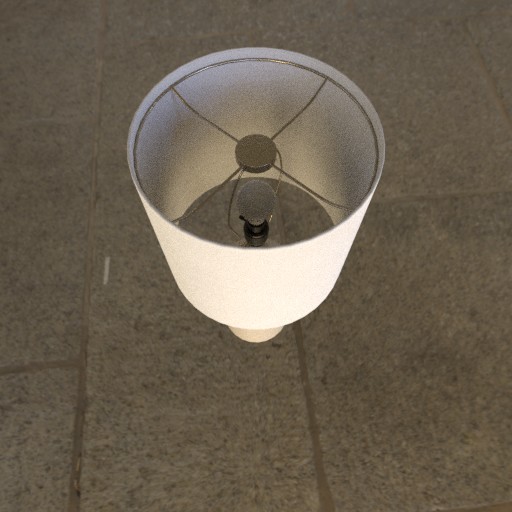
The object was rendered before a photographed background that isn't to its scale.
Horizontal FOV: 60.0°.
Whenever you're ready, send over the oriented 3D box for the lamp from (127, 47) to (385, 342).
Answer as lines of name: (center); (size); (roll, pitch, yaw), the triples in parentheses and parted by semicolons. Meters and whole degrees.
lamp: (0.000, 0.000, 0.595); (0.220, 0.475, 0.220); (-33, 68, -15)
